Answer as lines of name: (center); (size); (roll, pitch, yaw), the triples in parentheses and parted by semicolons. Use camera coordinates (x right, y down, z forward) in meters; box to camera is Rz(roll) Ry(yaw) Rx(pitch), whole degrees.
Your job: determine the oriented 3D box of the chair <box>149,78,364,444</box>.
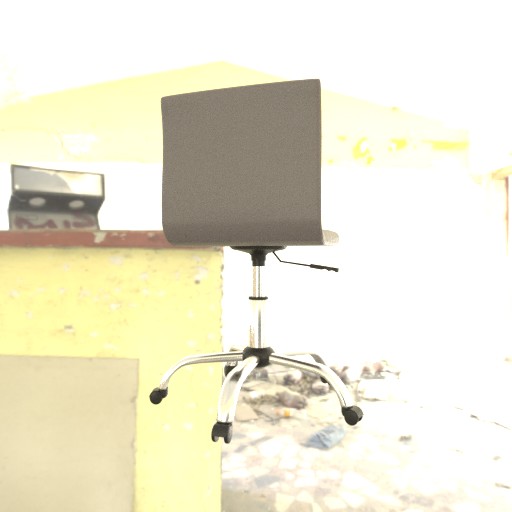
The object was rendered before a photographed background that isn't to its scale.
chair: (0.000, 0.000, 1.164); (0.556, 0.780, 0.530); (0, 0, 17)
